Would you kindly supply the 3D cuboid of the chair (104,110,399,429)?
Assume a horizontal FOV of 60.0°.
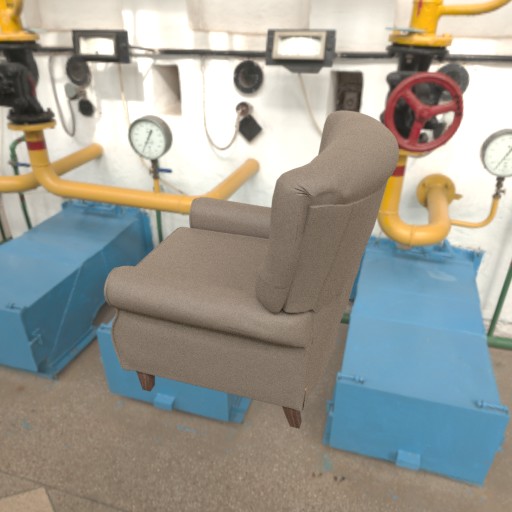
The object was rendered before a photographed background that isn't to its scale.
[{"bbox_3d":[0.000,0.000,1.912,1.041,1.138,0.999,9,30,15],"label":"chair"}]
